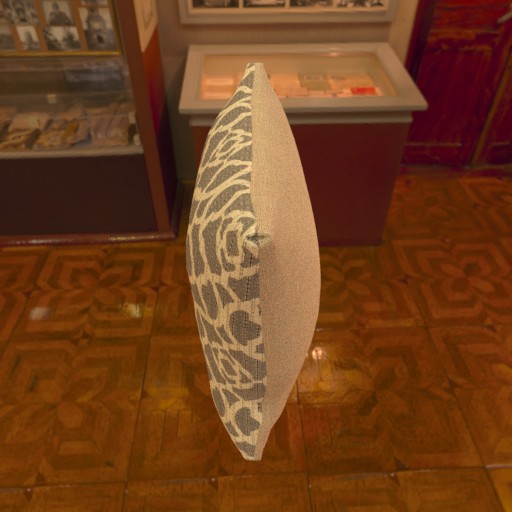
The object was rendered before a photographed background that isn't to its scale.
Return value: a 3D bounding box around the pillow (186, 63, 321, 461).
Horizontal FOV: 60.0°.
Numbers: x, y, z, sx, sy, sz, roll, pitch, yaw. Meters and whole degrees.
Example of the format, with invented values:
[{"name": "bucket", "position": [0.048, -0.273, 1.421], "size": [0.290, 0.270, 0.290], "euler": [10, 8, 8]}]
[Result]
[{"name": "pillow", "position": [0.000, 0.000, 0.774], "size": [0.215, 0.498, 0.508], "euler": [0, 42, 0]}]
